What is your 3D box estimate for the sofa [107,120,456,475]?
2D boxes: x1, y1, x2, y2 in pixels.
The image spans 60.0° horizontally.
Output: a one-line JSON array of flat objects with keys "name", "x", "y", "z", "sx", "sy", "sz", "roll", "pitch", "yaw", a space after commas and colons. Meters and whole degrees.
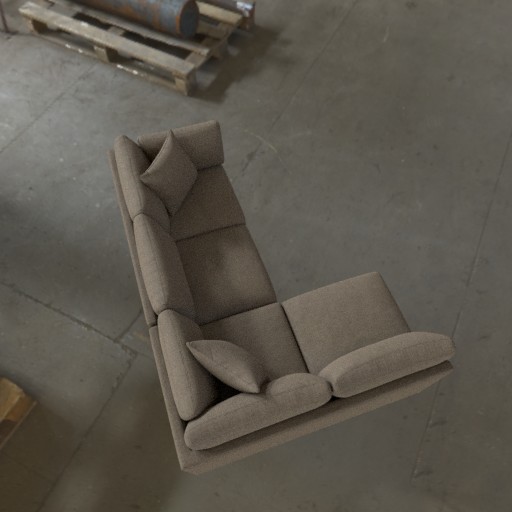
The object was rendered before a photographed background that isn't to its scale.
[{"name": "sofa", "x": 0.000, "y": 0.000, "z": 3.814, "sx": 1.994, "sy": 0.978, "sz": 2.896, "roll": -16, "pitch": 61, "yaw": -10}]
